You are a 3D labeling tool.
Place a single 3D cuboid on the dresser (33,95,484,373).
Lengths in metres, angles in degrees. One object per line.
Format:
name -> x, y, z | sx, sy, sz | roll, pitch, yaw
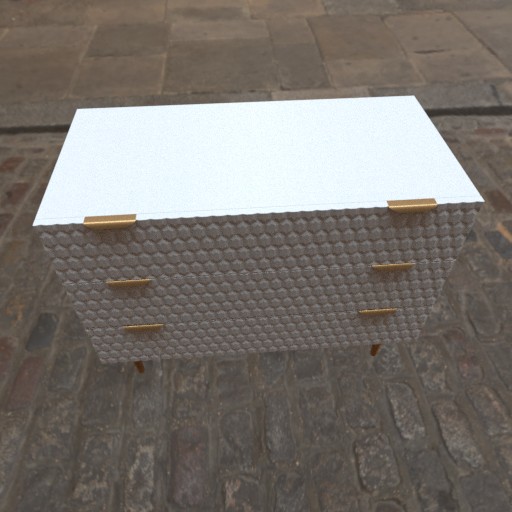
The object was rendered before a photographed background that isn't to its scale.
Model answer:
dresser -> 0.000, 0.000, 1.297 | 0.905, 0.721, 0.457 | -3, 47, -3
